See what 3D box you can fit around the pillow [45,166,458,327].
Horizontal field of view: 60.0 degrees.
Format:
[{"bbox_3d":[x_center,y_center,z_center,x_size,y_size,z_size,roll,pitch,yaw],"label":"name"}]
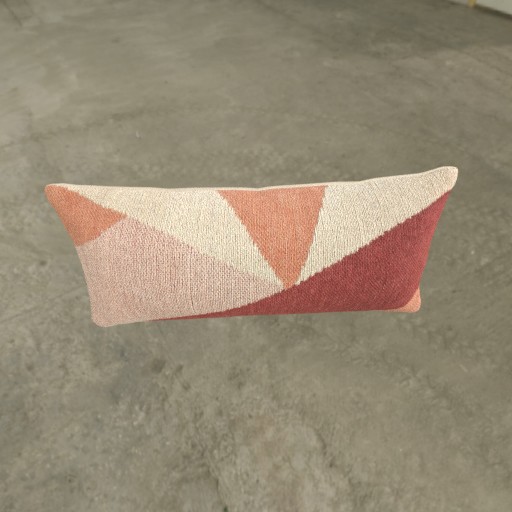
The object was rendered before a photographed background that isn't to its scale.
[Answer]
[{"bbox_3d":[0.000,0.000,0.731,0.609,0.292,0.155,-2,46,-2],"label":"pillow"}]
